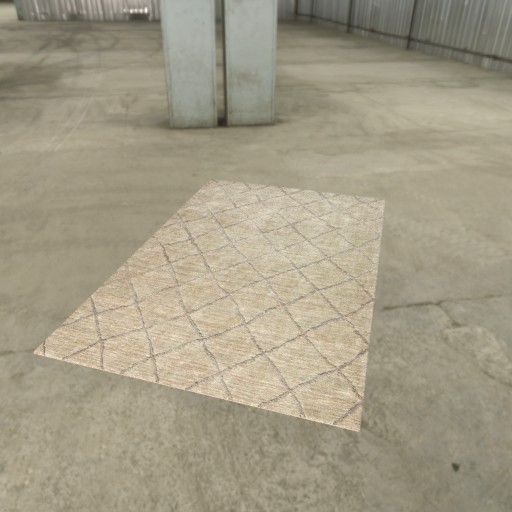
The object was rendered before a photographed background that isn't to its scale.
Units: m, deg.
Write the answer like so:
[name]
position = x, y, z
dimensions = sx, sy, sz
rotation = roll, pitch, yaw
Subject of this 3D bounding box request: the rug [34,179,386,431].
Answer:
[rug]
position = 0.000, 0.000, 2.846
dimensions = 1.521, 0.015, 2.280
rotation = 9, 33, 14
